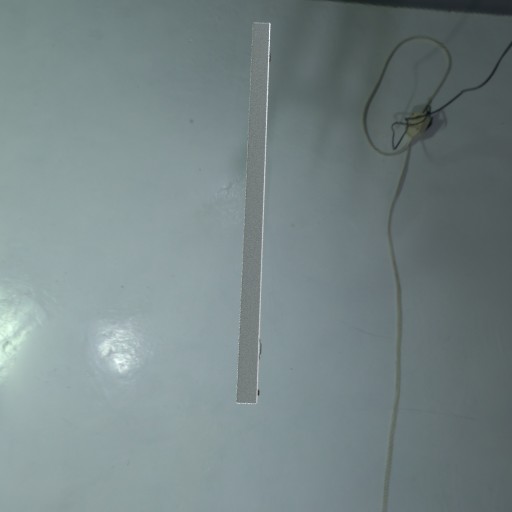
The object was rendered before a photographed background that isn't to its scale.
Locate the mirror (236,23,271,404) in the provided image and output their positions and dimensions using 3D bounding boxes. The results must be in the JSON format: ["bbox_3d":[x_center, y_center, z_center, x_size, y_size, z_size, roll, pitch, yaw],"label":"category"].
[{"bbox_3d":[0.000,0.000,1.335,0.040,1.016,0.762,2,76,0],"label":"mirror"}]
